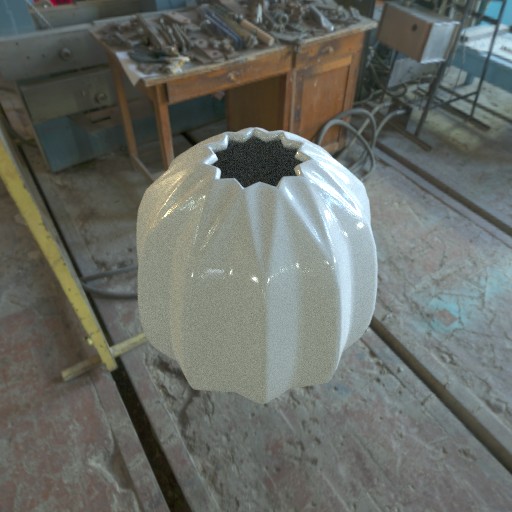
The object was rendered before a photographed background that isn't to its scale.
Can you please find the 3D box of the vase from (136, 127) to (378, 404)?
[{"bbox_3d":[0.000,0.000,0.252,0.139,0.134,0.139,0,46,0],"label":"vase"}]
